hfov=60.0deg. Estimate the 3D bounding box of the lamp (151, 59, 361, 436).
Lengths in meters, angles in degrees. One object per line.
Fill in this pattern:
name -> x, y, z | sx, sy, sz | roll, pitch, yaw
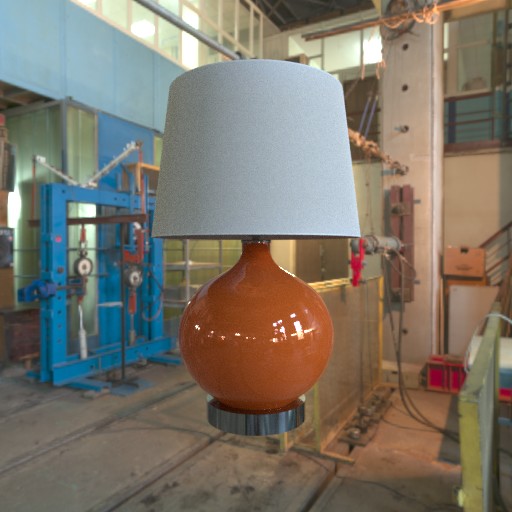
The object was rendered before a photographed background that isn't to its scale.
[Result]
lamp -> 0.000, 0.000, 0.536 | 0.247, 0.387, 0.247 | 0, 1, 0
